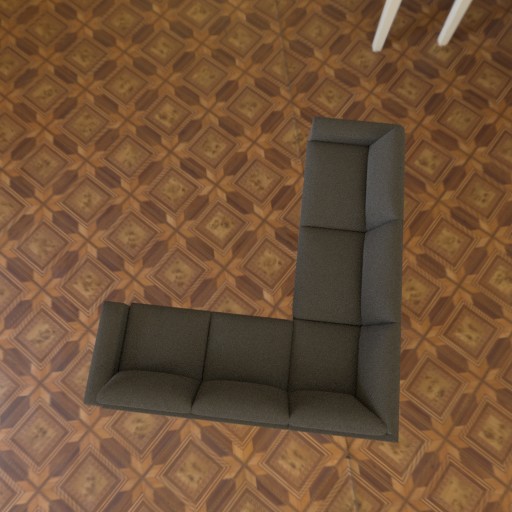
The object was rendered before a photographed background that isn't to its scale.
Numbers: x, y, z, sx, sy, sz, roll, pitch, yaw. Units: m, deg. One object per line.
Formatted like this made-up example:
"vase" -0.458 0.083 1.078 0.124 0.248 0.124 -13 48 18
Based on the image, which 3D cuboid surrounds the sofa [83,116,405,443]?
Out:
"sofa" 0.000 0.000 4.640 2.895 0.965 3.277 6 75 2
